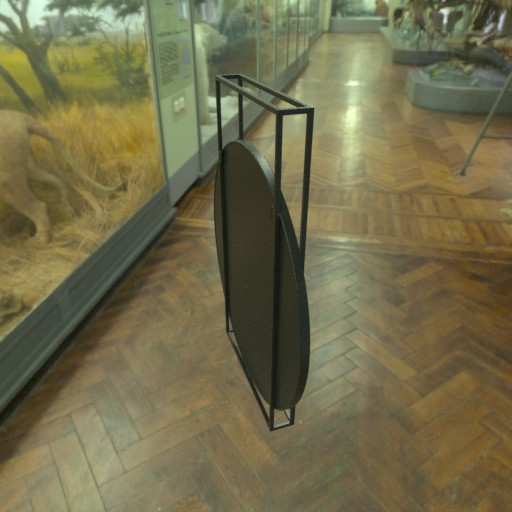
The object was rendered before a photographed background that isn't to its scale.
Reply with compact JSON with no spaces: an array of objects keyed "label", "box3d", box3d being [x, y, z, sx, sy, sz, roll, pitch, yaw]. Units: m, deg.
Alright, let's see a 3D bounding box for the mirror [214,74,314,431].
[{"label":"mirror","box3d":[0.000,0.000,0.841,0.051,0.603,0.508,-10,31,-16]}]
